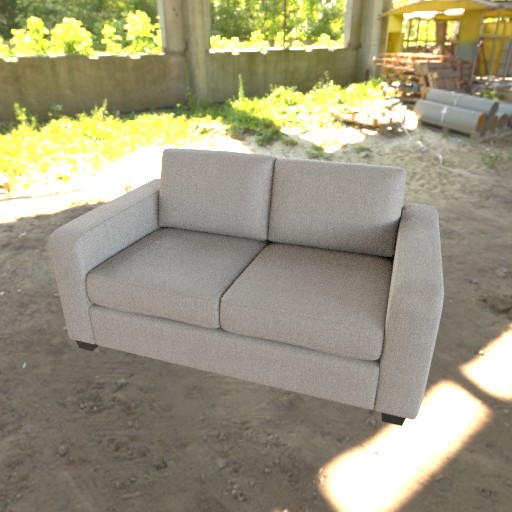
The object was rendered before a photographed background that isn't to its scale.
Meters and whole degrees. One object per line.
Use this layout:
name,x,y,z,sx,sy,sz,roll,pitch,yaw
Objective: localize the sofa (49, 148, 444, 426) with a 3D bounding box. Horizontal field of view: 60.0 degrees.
sofa,0.000,0.000,2.035,1.540,0.800,0.900,8,27,17
